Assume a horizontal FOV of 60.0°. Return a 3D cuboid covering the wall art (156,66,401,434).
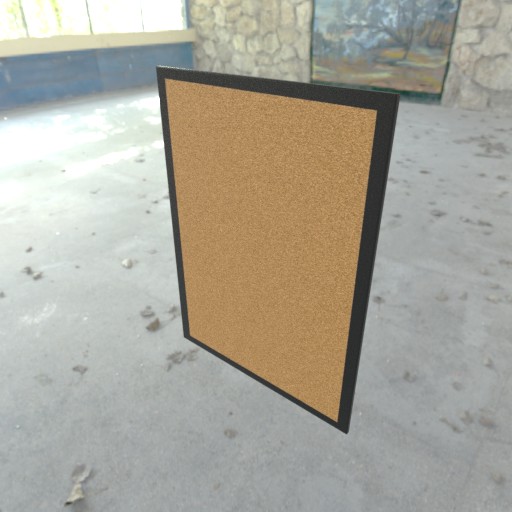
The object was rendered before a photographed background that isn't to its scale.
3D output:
[{"bbox_3d":[0.000,0.000,1.282,0.707,0.967,0.013,22,36,33],"label":"wall art"}]
